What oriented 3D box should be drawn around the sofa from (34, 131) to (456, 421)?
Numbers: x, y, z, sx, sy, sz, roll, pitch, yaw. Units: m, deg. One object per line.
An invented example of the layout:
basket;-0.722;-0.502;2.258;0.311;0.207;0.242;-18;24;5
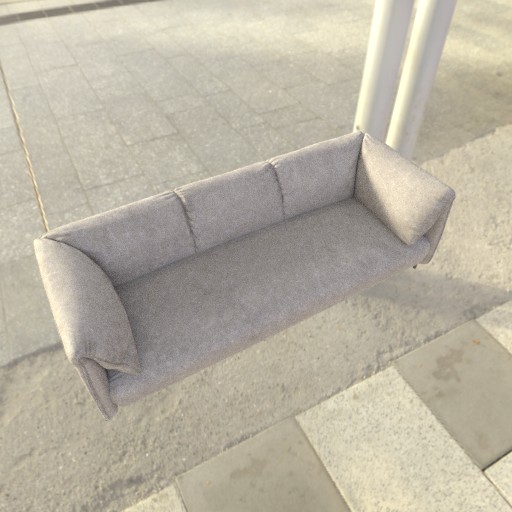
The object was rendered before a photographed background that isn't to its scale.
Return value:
sofa;0.000;0.000;2.655;2.238;0.758;0.899;-22;49;-21
